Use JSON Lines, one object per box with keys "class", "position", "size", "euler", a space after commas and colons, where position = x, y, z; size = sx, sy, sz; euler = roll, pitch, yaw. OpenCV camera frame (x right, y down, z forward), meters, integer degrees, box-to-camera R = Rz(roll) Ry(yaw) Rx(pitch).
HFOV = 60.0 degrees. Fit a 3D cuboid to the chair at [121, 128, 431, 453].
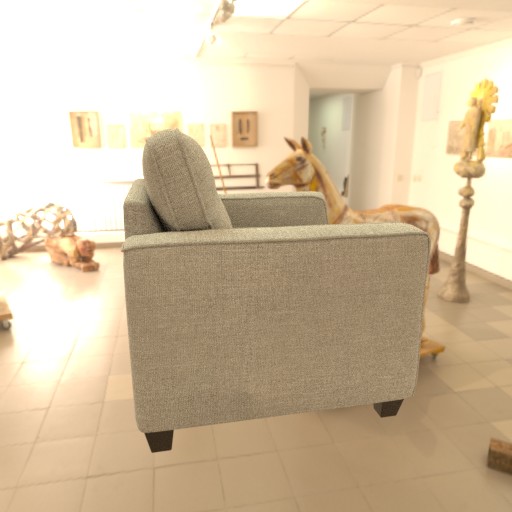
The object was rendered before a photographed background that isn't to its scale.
{"class": "chair", "position": [0.000, 0.000, 1.754], "size": [0.939, 0.965, 1.015], "euler": [-3, 16, -12]}
